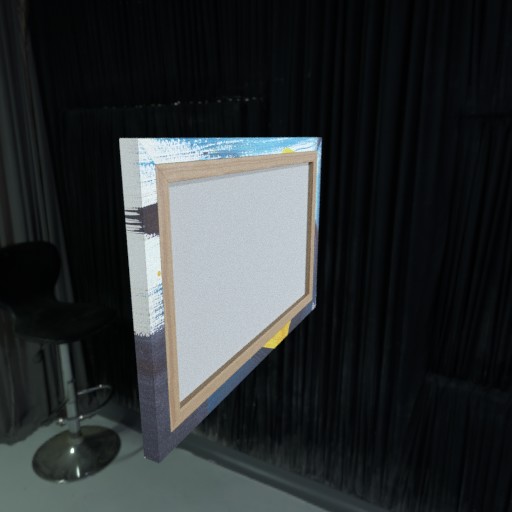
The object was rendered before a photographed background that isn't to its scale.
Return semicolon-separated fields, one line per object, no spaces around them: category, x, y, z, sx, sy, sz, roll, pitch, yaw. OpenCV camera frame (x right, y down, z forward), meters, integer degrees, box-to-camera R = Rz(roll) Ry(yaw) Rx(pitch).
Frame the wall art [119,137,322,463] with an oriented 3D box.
wall art;0.000;0.000;1.183;0.039;0.610;0.914;7;17;26
